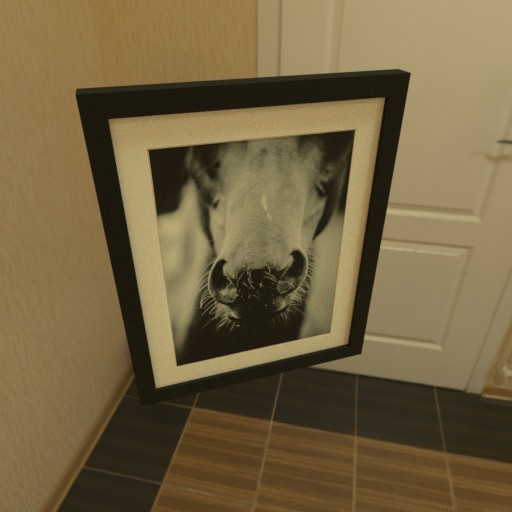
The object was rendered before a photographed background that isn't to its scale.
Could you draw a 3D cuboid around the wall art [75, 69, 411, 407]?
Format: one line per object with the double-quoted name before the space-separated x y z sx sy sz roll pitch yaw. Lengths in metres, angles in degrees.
"wall art" 0.000 0.000 0.744 0.457 0.559 0.033 -9 34 -14
